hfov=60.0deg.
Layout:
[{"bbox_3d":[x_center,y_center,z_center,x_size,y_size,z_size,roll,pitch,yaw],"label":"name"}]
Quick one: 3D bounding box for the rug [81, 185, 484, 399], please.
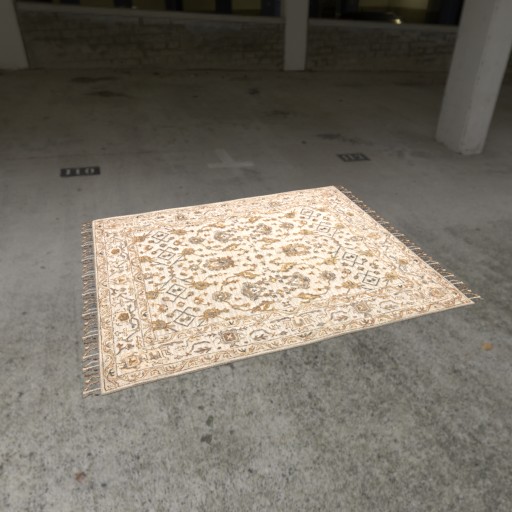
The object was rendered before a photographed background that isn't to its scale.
[{"bbox_3d":[0.000,0.000,4.087,3.061,0.034,2.426,-10,34,-16],"label":"rug"}]
